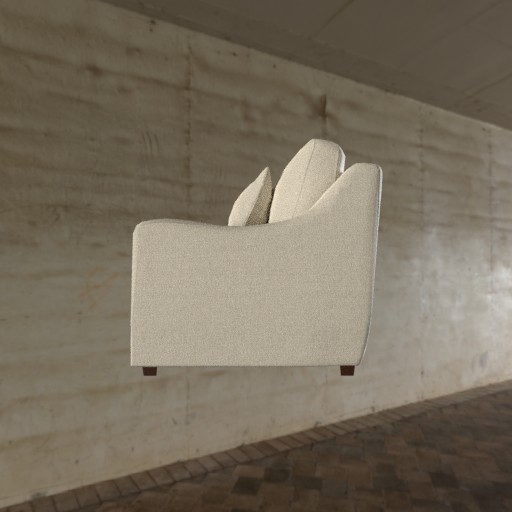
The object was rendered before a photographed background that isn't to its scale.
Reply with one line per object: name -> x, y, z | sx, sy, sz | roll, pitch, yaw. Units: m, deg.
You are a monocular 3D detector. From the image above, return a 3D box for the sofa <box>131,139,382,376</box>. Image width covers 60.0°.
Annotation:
sofa -> 0.000, 0.000, 2.960 | 1.009, 1.022, 2.470 | 0, -1, 0
